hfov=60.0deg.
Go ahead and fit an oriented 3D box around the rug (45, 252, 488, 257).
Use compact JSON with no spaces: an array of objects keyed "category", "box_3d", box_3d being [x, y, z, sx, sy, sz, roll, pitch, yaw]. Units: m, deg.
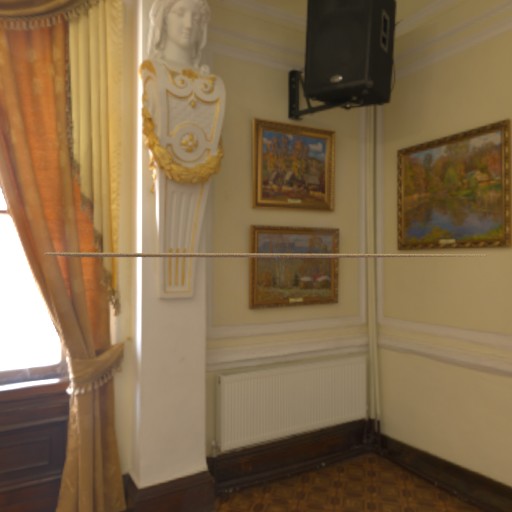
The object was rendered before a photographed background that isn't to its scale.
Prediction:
[{"category":"rug","box_3d":[0.000,0.000,2.871,2.284,0.008,1.522,0,-1,-17]}]
